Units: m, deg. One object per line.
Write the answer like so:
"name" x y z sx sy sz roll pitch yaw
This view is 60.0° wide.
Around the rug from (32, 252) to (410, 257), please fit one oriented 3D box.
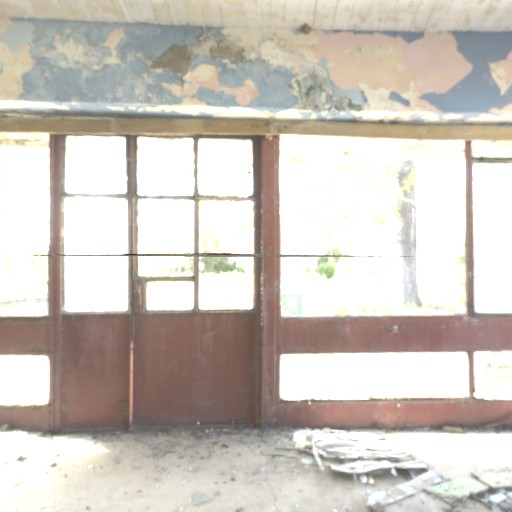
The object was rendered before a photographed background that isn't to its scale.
"rug" 0.000 0.000 2.984 1.465 0.012 2.465 0 0 34
